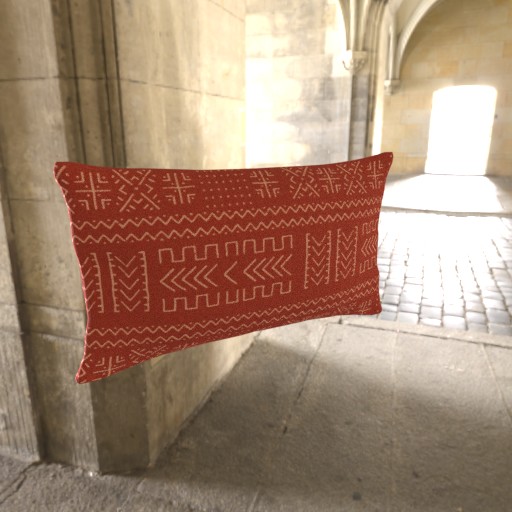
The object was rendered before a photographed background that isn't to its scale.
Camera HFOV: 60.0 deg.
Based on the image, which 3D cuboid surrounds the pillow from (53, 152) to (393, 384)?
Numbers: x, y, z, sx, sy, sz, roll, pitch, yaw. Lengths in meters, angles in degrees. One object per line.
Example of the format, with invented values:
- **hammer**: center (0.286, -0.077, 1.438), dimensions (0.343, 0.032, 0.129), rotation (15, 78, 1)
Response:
- **pillow**: center (0.000, 0.000, 0.798), dimensions (0.640, 0.352, 0.130), rotation (-8, 18, -26)
